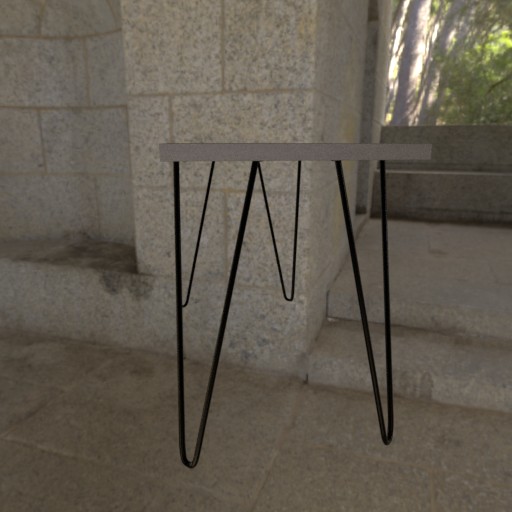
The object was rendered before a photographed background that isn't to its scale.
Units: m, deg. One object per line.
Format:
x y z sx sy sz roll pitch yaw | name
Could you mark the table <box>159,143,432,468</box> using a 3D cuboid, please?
0.000 0.000 1.340 0.499 0.660 0.991 -2 15 -9 | table
